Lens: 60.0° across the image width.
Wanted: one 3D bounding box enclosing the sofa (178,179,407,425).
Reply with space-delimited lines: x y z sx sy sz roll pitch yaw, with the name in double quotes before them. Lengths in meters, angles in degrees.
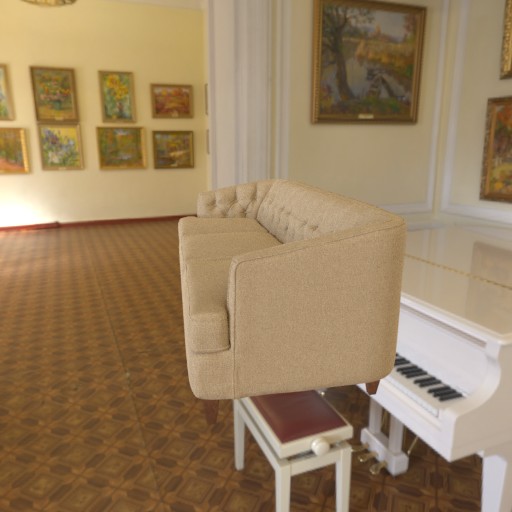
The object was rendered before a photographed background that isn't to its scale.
"sofa" 0.000 0.000 2.710 0.913 0.788 2.235 -3 15 -10
